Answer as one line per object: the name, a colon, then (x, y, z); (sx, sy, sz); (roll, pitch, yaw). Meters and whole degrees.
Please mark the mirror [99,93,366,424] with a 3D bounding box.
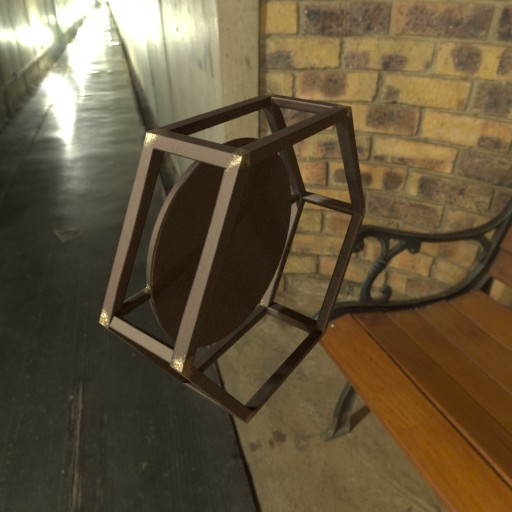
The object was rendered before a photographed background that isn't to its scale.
mirror: (0.000, 0.000, 0.540); (0.119, 0.334, 0.380); (21, 38, 30)
